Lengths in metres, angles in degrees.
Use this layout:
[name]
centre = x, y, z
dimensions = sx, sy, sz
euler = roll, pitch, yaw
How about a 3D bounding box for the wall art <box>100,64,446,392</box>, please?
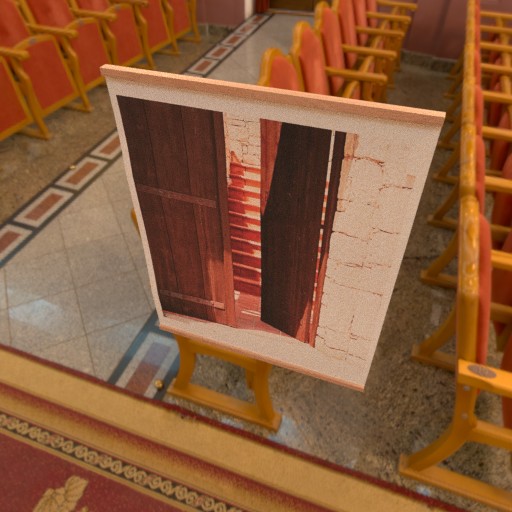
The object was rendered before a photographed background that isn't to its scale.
[wall art]
centre = 0.000, 0.000, 0.667
dimensions = 0.406, 0.508, 0.013
euler = 14, 44, 15
